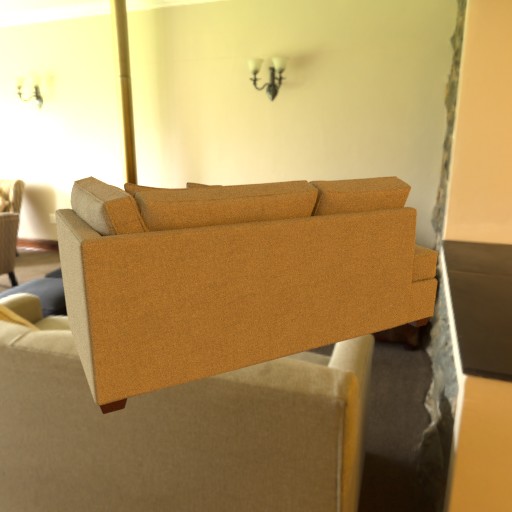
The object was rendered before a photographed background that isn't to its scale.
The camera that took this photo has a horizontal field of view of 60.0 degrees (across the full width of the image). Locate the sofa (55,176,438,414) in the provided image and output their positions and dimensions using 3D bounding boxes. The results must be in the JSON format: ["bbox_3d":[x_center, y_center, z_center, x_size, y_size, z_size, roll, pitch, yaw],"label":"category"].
[{"bbox_3d":[0.000,0.000,2.858,2.238,1.019,1.110,-8,16,-28],"label":"sofa"}]
